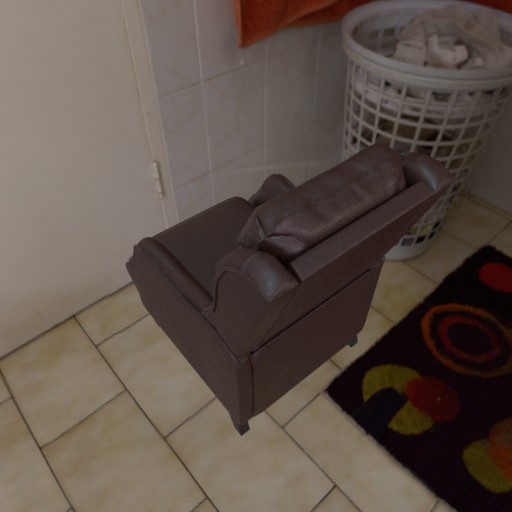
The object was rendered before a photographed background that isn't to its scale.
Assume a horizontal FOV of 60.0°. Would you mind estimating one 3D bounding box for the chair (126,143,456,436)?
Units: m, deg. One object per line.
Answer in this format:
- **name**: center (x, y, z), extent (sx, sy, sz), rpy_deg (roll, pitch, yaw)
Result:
- **chair**: center (0.000, 0.000, 1.758), extent (0.770, 1.132, 0.982), rpy_deg (-31, 53, -26)
